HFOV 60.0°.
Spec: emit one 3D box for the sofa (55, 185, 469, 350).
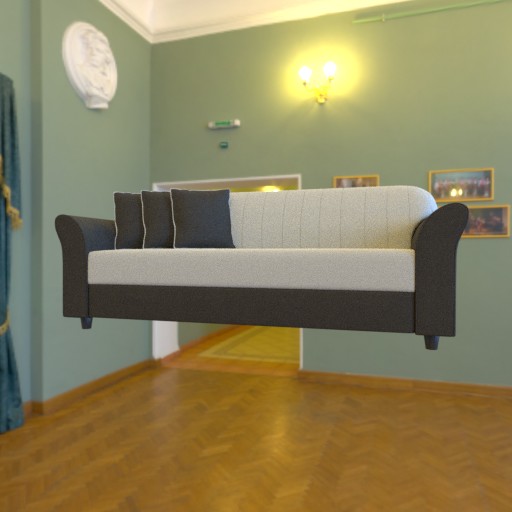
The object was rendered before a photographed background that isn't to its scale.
[{"bbox_3d":[0.000,0.000,2.412,2.001,0.787,0.755,0,1,17],"label":"sofa"}]
